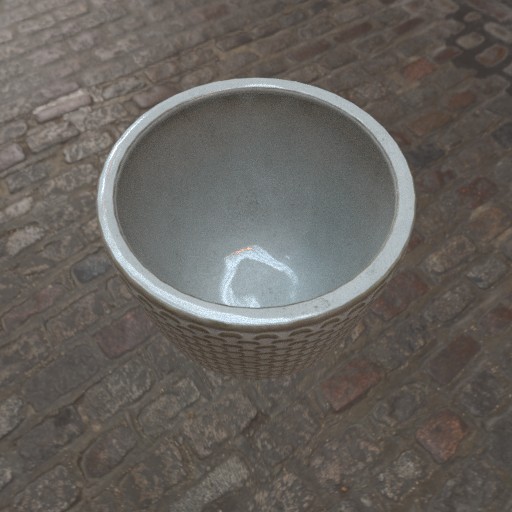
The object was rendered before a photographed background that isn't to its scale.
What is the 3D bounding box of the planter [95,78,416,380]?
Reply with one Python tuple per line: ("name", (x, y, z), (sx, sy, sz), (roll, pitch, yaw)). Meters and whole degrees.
("planter", (0.000, 0.000, 0.305), (0.173, 0.160, 0.173), (0, 59, 0))
